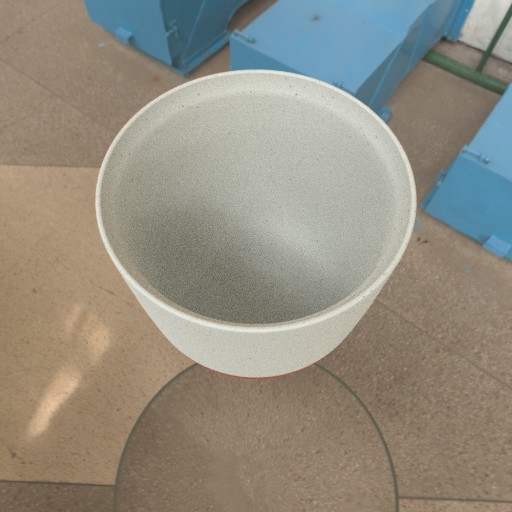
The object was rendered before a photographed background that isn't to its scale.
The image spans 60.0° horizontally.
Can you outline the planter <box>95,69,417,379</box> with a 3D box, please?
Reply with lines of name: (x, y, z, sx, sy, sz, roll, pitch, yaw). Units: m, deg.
planter: (0.000, 0.000, 0.378, 0.204, 0.214, 0.204, 0, 63, 0)
